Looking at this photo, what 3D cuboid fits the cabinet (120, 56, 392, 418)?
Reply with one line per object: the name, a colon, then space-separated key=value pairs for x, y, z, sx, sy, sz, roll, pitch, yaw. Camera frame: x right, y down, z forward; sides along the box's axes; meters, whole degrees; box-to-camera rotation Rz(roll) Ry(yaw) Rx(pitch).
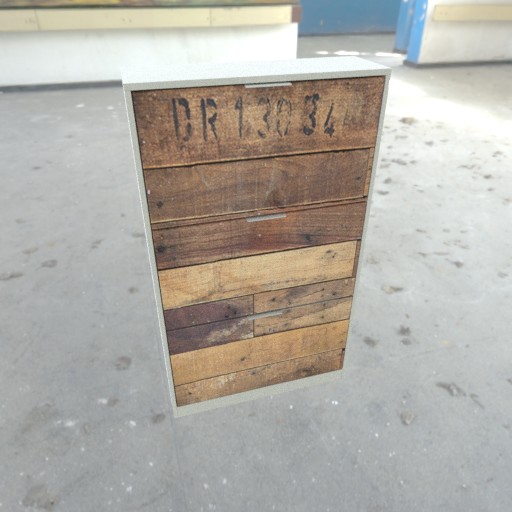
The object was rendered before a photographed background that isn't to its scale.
cabinet: x=0.000 y=0.000 z=1.618 sx=0.750 sy=1.280 sz=0.250 roll=-9 pitch=34 yaw=-14
